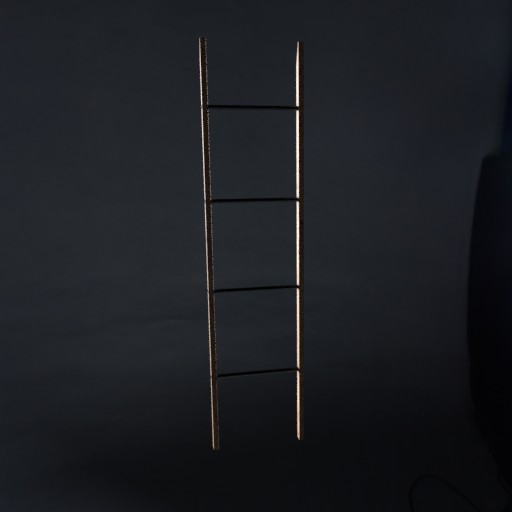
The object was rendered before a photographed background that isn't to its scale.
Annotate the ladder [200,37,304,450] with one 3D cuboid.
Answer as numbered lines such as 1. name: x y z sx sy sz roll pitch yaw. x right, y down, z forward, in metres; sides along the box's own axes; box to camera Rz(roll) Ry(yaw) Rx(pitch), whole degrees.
1. ladder: 0.000 0.000 1.980 0.442 1.805 0.200 -3 14 -10
